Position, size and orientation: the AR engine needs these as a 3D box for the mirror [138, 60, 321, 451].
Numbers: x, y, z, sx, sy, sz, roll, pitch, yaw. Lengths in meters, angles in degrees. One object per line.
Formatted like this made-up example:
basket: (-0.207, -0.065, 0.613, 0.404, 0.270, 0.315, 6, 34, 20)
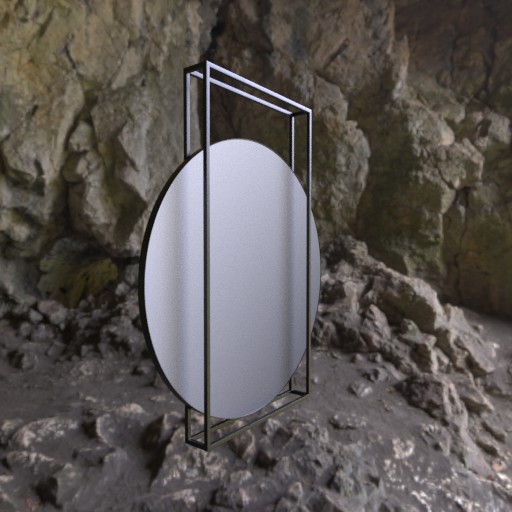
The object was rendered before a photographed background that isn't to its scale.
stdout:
mirror: (0.000, 0.000, 0.823, 0.051, 0.603, 0.508, 1, 2, 37)
